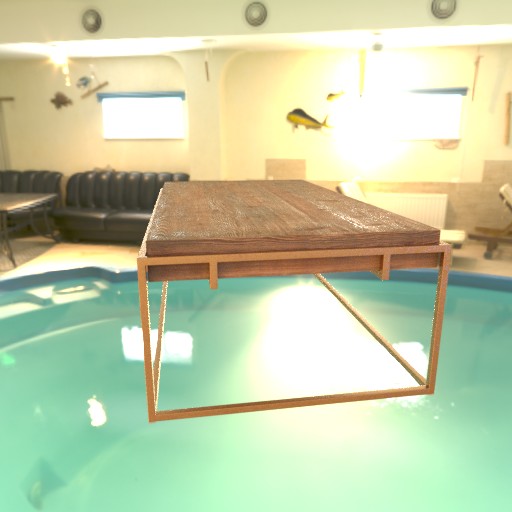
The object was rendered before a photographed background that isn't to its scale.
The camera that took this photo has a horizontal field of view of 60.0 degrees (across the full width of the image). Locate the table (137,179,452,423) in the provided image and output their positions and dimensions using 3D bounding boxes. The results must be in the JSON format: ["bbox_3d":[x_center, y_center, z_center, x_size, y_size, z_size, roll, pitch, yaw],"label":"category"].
[{"bbox_3d":[0.000,0.000,1.770,0.775,0.468,1.387,-2,15,-9],"label":"table"}]
